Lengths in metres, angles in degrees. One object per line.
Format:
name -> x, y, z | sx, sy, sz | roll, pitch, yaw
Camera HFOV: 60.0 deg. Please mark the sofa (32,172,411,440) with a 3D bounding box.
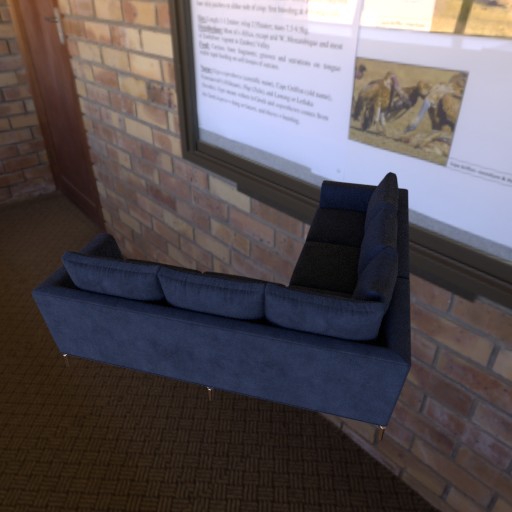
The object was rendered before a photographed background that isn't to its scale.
sofa -> 0.000, 0.000, 3.834 | 2.463, 0.988, 2.472 | 9, 33, 13
